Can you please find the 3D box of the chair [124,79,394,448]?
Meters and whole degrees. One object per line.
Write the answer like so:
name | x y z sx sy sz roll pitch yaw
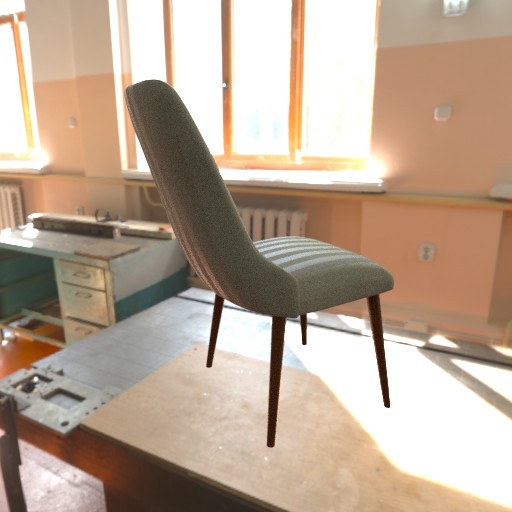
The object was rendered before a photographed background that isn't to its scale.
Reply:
chair | 0.000 0.000 1.308 0.684 0.917 0.526 -7 16 -25
